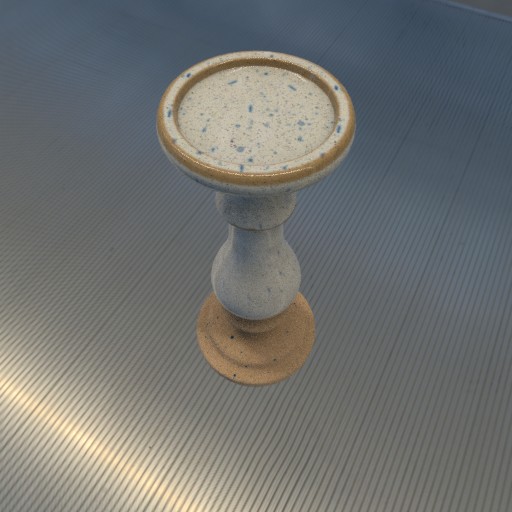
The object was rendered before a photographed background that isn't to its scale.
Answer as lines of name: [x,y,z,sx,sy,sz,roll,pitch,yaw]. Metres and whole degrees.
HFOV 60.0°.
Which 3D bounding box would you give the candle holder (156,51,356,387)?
candle holder: [0.000,0.000,0.250,0.088,0.203,0.088,0,56,0]
